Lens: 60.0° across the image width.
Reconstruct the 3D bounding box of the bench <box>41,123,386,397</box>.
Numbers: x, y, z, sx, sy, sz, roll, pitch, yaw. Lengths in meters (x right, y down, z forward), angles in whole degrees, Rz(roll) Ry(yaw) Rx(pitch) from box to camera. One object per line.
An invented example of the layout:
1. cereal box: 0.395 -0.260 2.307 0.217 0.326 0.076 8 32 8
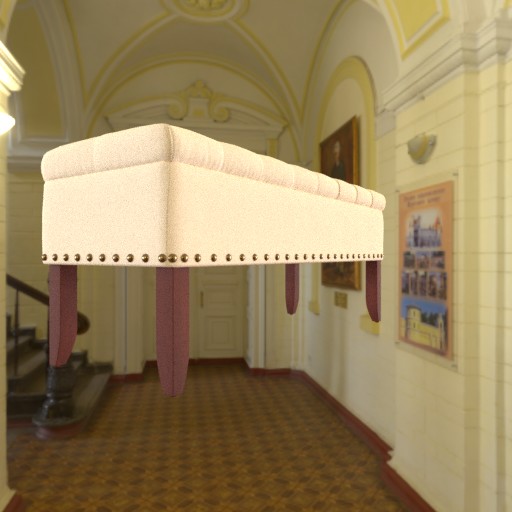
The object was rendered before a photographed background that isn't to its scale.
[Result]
1. bench: 0.000 0.000 1.247 0.400 0.470 1.054 0 0 35
